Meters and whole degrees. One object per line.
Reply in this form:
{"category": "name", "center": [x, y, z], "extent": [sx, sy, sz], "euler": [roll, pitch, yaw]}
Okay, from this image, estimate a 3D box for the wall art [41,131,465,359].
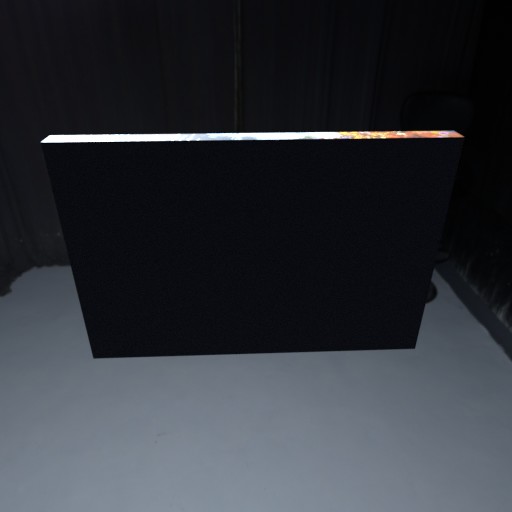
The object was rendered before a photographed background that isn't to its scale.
{"category": "wall art", "center": [0.000, 0.000, 0.754], "extent": [0.610, 0.406, 0.037], "euler": [-1, 30, -2]}
